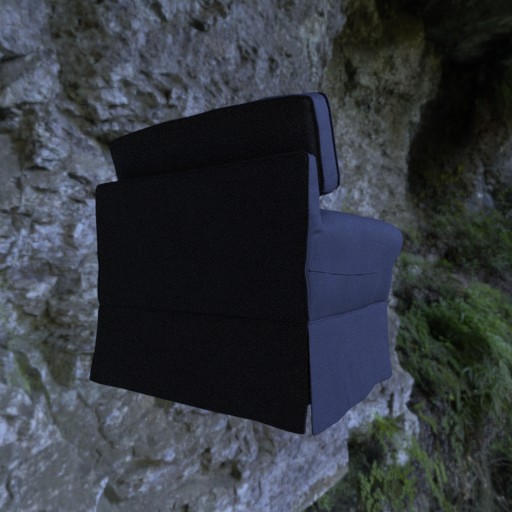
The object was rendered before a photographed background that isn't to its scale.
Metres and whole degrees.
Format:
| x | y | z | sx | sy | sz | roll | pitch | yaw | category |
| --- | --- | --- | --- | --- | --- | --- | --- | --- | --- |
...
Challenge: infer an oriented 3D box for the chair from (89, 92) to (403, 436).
| x | y | z | sx | sy | sz | roll | pitch | yaw | category |
| --- | --- | --- | --- | --- | --- | --- | --- | --- | --- |
| 0.000 | 0.000 | 2.021 | 1.119 | 1.140 | 1.002 | 0 | -1 | 35 | chair |
